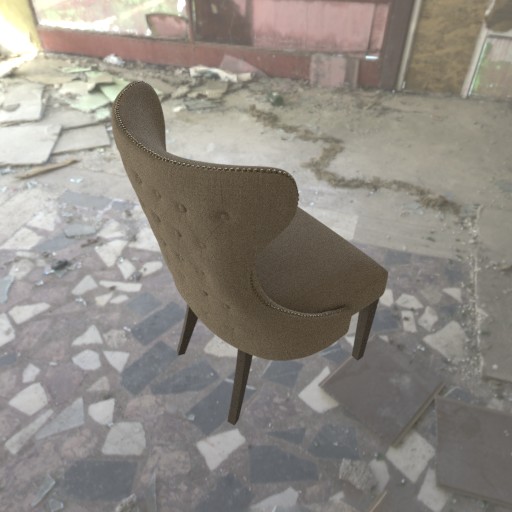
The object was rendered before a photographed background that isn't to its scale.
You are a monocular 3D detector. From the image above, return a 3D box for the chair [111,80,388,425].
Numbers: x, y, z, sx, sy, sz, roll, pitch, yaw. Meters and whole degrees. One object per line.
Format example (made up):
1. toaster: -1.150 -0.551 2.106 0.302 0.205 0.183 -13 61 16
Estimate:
1. chair: 0.000 0.000 1.336 0.635 0.967 0.628 -27 48 -27
